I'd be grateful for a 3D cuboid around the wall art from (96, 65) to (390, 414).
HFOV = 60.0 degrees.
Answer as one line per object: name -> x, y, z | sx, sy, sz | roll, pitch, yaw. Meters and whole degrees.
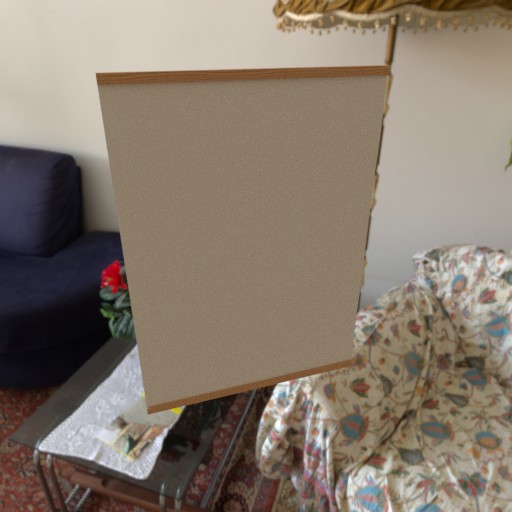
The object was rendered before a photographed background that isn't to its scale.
wall art -> 0.000, 0.000, 1.303 | 0.739, 1.016, 0.020 | -9, 28, -16
